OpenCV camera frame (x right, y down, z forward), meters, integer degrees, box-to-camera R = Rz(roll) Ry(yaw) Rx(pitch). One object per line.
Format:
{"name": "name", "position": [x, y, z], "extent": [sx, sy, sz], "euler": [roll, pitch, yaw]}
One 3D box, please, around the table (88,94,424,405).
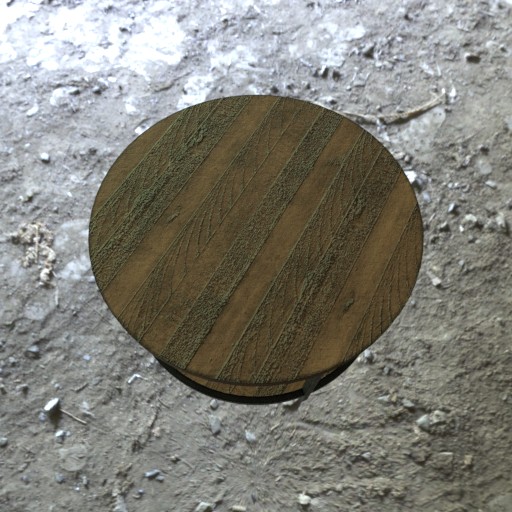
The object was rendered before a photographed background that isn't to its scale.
{"name": "table", "position": [0.000, 0.000, 1.327], "extent": [0.837, 0.462, 0.837], "euler": [0, 63, 0]}
